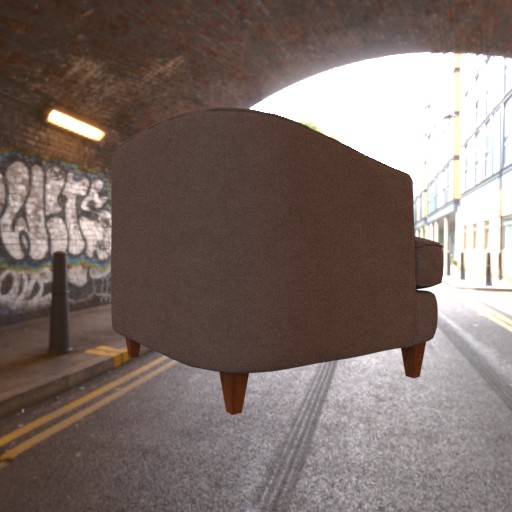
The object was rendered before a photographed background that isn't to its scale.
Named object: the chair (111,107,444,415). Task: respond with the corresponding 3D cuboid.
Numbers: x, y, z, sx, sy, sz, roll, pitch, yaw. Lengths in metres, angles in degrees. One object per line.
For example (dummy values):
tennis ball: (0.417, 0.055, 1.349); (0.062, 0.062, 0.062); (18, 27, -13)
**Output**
chair: (0.000, 0.000, 1.746); (0.941, 0.852, 1.104); (-1, 1, -36)
